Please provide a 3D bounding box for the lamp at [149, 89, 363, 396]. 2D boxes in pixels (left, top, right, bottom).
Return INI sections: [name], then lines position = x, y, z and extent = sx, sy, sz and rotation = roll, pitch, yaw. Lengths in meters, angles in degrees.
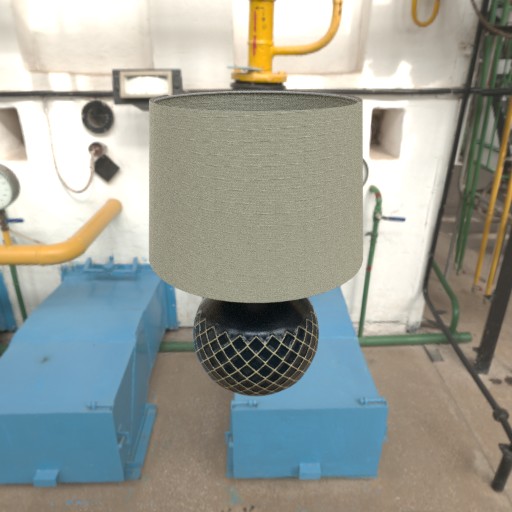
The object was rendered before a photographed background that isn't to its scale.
[lamp]
position = 0.000, 0.000, 0.801
extent = 0.376, 0.540, 0.376
rotation = 0, 25, 0
